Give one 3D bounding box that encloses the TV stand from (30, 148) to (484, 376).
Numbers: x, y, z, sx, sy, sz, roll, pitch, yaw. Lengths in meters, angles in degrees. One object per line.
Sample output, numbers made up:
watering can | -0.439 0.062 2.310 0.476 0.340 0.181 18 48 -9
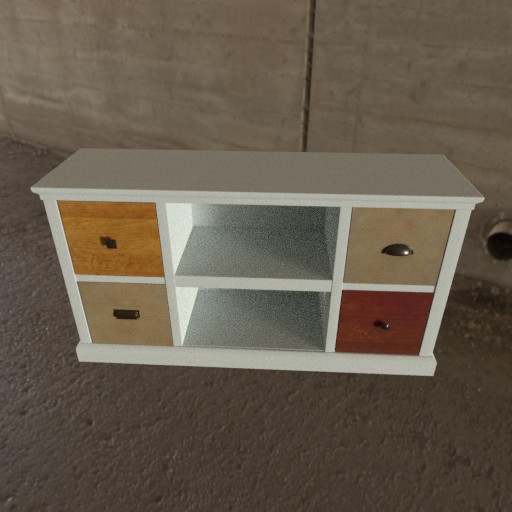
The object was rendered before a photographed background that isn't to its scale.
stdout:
TV stand | 0.000 0.000 1.485 1.187 0.624 0.424 2 31 3
